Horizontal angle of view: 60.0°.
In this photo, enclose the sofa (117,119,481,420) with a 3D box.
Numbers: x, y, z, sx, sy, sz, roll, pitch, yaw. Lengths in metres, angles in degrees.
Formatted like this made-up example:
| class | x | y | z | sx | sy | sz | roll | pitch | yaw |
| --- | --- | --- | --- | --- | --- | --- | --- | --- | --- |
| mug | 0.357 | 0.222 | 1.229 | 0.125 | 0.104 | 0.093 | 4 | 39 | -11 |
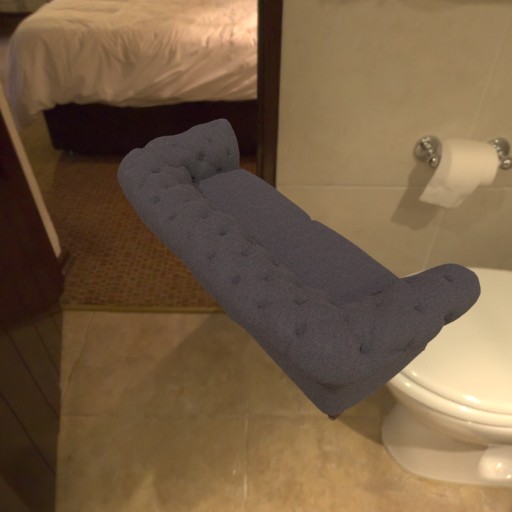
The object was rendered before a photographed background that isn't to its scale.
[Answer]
| class | x | y | z | sx | sy | sz | roll | pitch | yaw |
| --- | --- | --- | --- | --- | --- | --- | --- | --- | --- |
| sofa | 0.000 | 0.000 | 2.804 | 1.046 | 0.836 | 2.335 | -26 | 47 | -27 |
